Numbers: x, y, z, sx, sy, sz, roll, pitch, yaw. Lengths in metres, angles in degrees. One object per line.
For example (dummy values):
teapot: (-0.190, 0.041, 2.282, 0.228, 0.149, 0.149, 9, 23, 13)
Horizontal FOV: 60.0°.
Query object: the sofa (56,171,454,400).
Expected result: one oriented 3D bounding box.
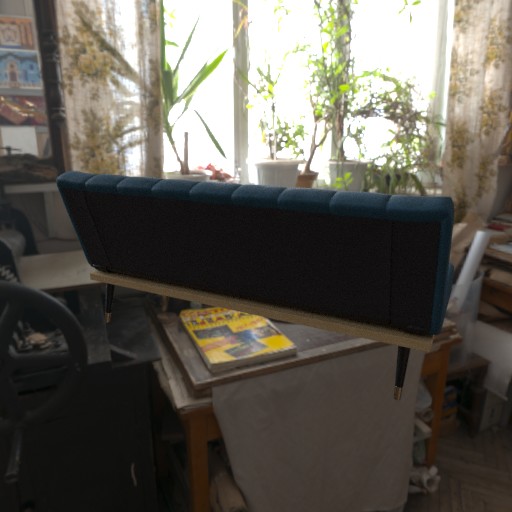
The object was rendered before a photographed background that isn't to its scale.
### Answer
sofa: (0.000, 0.000, 2.241, 1.810, 0.825, 0.830, 8, 19, 26)
